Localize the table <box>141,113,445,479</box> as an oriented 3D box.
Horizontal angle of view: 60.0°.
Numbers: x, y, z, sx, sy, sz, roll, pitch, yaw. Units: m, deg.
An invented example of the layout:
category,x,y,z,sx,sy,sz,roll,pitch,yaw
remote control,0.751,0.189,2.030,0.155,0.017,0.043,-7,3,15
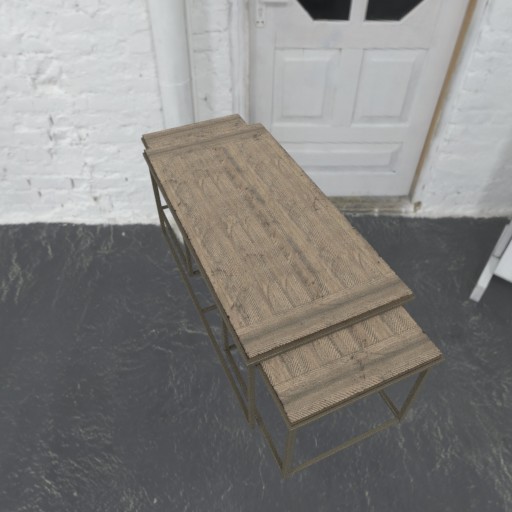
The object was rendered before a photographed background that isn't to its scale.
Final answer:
category,x,y,z,sx,sy,sz,roll,pitch,yaw
table,0.000,0.000,1.563,0.489,0.427,1.312,-18,49,-17
